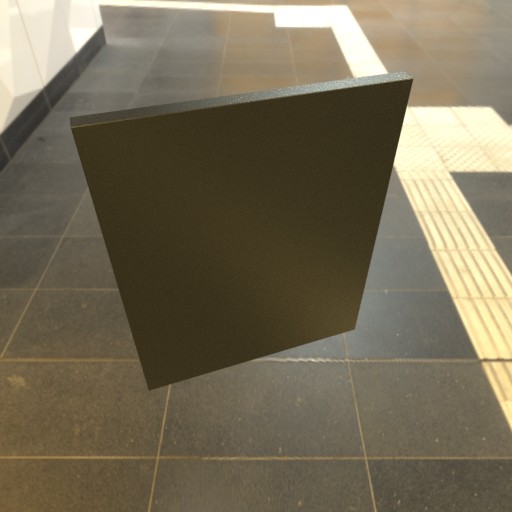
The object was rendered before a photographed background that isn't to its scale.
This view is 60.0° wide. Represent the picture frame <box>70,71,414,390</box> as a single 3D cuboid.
[{"bbox_3d":[0.000,0.000,0.760,0.460,0.556,0.028,-13,43,-14],"label":"picture frame"}]
